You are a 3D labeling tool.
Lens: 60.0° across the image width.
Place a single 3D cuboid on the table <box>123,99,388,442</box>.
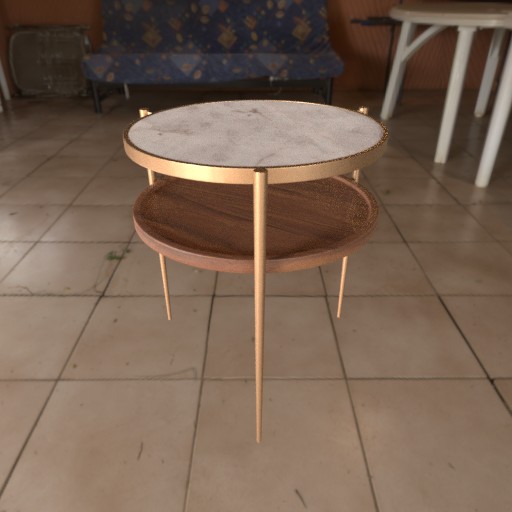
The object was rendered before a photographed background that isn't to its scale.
[{"bbox_3d":[0.000,0.000,0.839,0.430,0.493,0.456,-1,30,-1],"label":"table"}]
